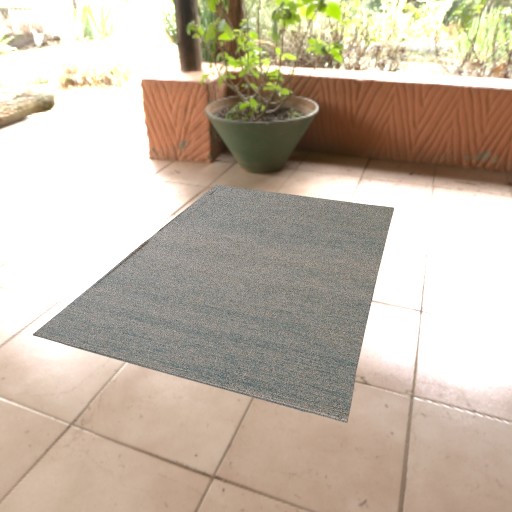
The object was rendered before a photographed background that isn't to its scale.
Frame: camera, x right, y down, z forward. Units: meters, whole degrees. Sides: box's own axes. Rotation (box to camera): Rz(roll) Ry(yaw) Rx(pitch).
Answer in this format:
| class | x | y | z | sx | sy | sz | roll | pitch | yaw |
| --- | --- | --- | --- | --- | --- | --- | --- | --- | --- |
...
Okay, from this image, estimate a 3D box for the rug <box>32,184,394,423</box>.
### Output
| class | x | y | z | sx | sy | sz | roll | pitch | yaw |
| --- | --- | --- | --- | --- | --- | --- | --- | --- | --- |
| rug | 0.000 | 0.000 | 2.962 | 1.613 | 0.030 | 2.306 | 10 | 31 | 17 |
